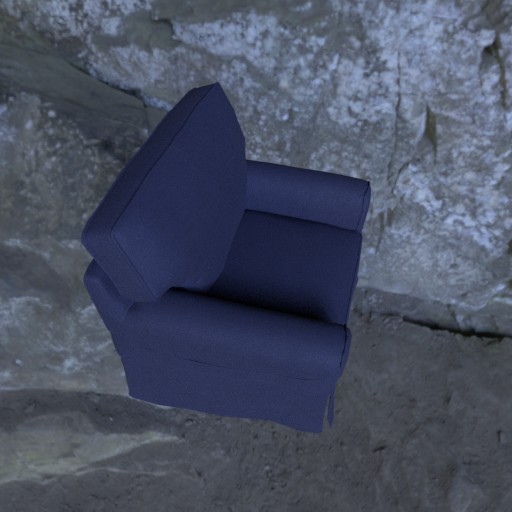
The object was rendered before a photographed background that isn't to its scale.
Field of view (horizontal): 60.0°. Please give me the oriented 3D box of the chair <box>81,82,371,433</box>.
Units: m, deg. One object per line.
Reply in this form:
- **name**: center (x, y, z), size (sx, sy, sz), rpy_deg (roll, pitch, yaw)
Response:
- **chair**: center (0.000, 0.000, 1.999), size (1.002, 1.140, 1.119), rpy_deg (11, 48, 10)
